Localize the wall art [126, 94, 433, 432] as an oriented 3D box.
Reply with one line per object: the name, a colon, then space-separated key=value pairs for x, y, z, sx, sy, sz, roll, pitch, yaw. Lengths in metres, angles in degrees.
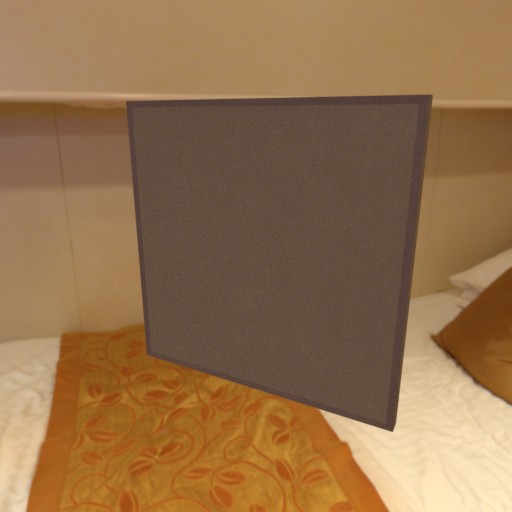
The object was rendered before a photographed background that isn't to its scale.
wall art: x=0.000 y=0.000 z=1.132 sx=0.761 sy=0.758 sz=0.038 roll=9 pitch=20 yaw=27
